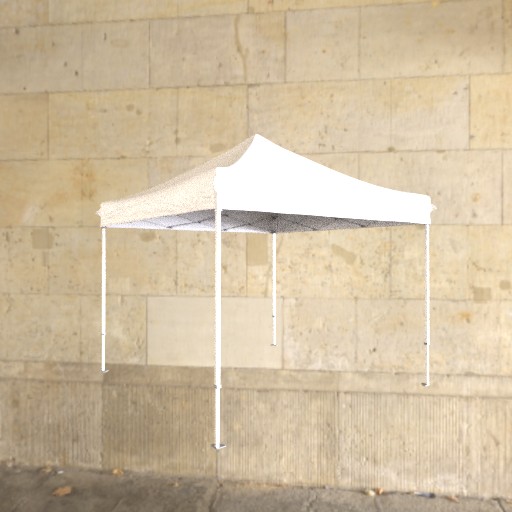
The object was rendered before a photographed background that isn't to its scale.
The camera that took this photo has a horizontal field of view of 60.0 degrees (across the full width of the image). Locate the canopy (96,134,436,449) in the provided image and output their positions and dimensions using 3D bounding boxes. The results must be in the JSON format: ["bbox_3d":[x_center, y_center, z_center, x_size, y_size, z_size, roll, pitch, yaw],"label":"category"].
[{"bbox_3d":[0.000,0.000,5.458,2.996,2.998,2.994,0,0,-36],"label":"canopy"}]
